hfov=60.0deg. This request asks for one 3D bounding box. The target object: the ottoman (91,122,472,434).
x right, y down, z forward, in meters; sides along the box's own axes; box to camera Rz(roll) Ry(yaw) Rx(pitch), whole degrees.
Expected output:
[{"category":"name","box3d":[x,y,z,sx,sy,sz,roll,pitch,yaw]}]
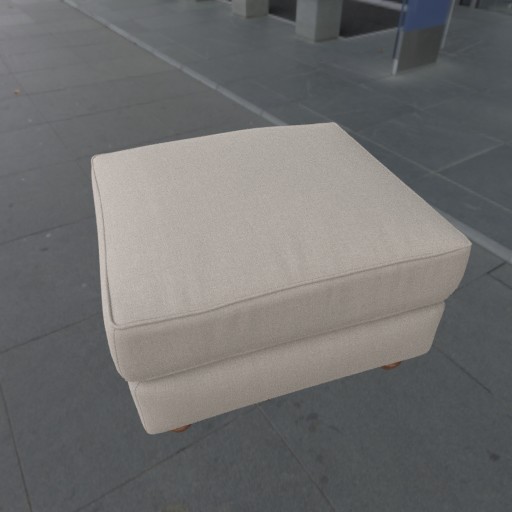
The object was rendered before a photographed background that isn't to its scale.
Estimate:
[{"category":"ottoman","box3d":[0.000,0.000,1.118,0.716,0.505,0.662,-12,41,-14]}]
